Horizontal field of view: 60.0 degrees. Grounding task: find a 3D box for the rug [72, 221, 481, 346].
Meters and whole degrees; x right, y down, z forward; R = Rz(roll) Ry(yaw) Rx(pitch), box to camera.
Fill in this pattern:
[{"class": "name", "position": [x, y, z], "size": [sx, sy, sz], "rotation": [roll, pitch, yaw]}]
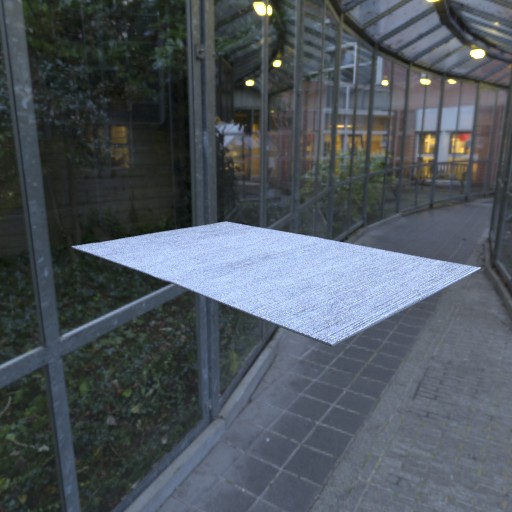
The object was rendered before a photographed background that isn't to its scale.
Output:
[{"class": "rug", "position": [0.000, 0.000, 2.264], "size": [1.159, 0.021, 1.789], "rotation": [-13, 19, -43]}]
